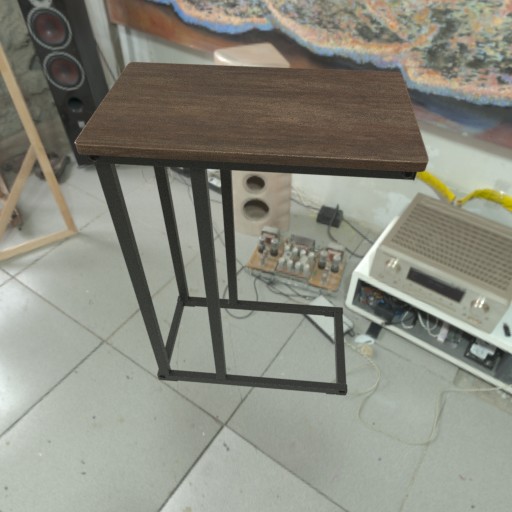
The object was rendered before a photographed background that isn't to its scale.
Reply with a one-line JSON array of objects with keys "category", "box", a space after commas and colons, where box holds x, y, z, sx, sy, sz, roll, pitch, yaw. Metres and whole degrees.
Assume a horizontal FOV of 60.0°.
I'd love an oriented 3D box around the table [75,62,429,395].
[{"category": "table", "box": [0.000, 0.000, 0.873, 0.450, 0.637, 0.254, 4, 46, 4]}]
